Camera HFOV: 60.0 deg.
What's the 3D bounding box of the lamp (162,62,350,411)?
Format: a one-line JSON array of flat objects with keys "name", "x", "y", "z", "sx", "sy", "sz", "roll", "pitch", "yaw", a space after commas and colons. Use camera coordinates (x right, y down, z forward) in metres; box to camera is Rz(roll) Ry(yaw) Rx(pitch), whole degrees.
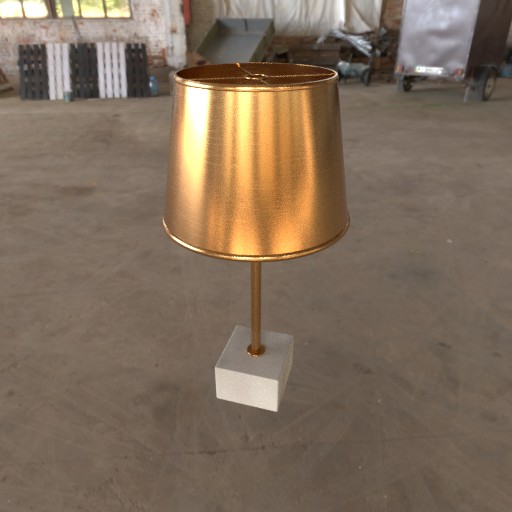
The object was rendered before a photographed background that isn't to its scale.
[{"name": "lamp", "x": 0.000, "y": 0.000, "z": 0.526, "sx": 0.208, "sy": 0.406, "sz": 0.208, "roll": 0, "pitch": 30, "yaw": 0}]
